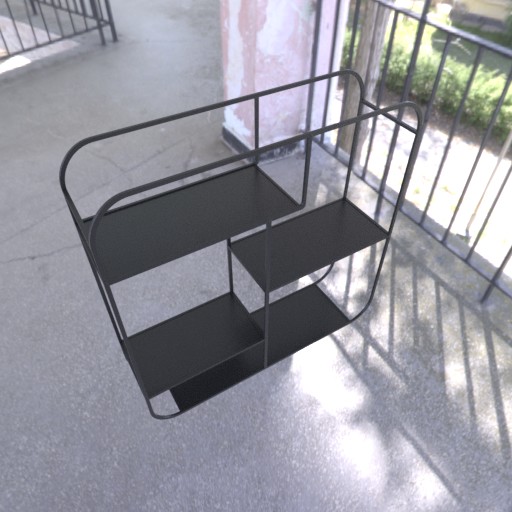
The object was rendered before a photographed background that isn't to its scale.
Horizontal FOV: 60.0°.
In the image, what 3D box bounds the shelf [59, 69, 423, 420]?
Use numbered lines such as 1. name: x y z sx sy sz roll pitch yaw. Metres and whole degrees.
1. shelf: 0.000 0.000 0.902 0.600 0.600 0.160 -23 49 -22
